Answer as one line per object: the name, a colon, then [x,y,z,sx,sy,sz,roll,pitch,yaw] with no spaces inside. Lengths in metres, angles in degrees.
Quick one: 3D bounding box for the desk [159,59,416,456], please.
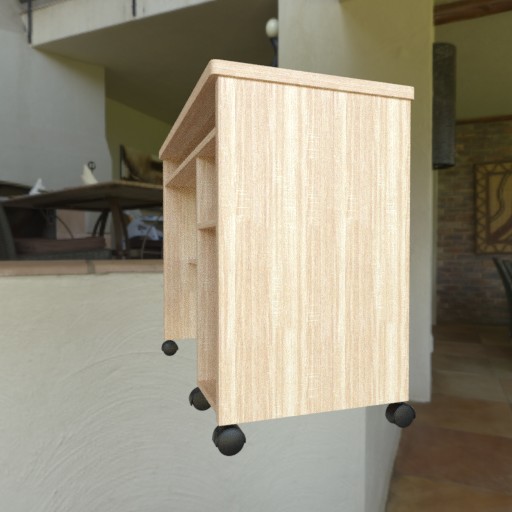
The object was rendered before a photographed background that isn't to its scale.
desk: [0.000,0.000,1.344,0.480,0.770,0.884,0,1,-19]
